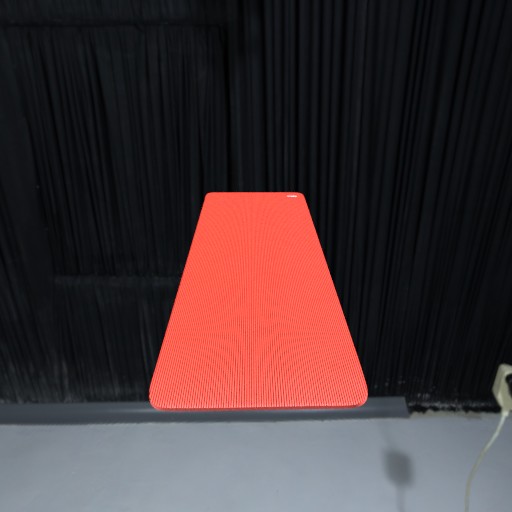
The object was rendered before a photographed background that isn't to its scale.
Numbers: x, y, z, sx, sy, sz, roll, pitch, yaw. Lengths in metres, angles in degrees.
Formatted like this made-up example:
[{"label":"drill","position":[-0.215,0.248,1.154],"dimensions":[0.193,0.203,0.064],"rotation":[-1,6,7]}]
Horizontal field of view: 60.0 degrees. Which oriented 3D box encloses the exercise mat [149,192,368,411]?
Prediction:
[{"label":"exercise mat","position":[0.000,0.000,2.035],"dimensions":[0.616,0.021,1.869],"rotation":[0,26,0]}]
